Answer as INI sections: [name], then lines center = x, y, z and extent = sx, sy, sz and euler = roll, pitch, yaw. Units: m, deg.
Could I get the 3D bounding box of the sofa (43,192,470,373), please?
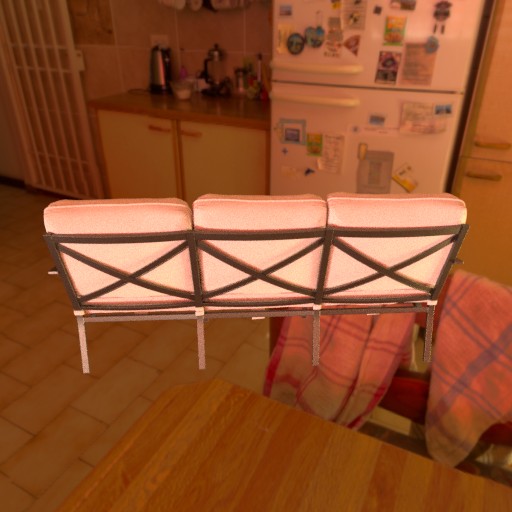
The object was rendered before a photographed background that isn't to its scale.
[sofa]
center = 0.000, 0.000, 2.217
extent = 1.740, 0.860, 0.787
euler = -1, 29, -2
